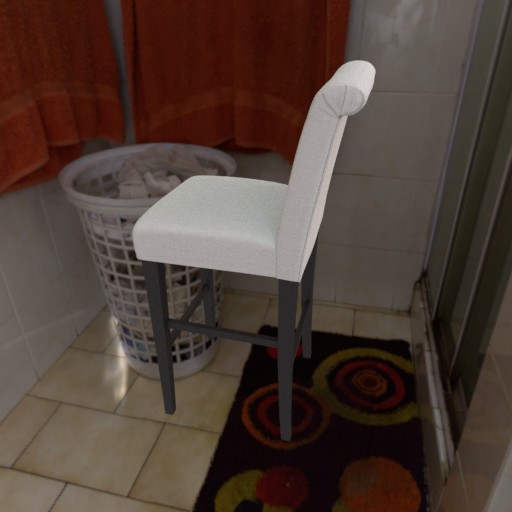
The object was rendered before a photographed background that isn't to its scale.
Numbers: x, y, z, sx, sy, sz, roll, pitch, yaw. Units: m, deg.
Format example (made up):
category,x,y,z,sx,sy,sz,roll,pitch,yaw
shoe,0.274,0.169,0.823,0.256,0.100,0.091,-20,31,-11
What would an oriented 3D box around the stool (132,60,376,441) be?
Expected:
category,x,y,z,sx,sy,sz,roll,pitch,yaw
stool,0.000,0.000,1.418,0.597,1.124,0.452,8,31,13
